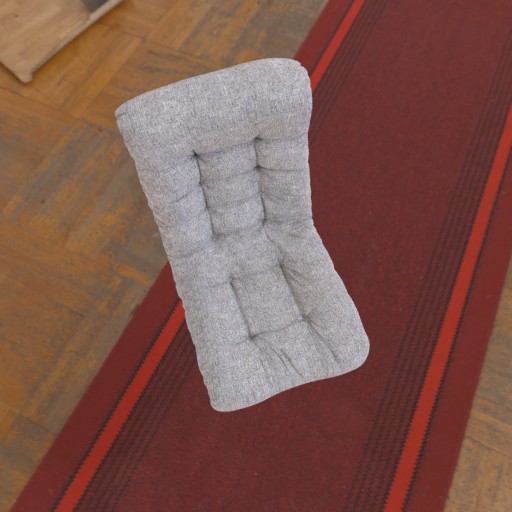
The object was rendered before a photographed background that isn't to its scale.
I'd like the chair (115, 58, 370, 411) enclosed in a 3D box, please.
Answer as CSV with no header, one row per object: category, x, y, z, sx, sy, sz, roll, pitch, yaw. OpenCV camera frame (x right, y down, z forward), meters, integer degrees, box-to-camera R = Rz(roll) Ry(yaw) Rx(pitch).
chair,0.000,0.000,1.016,0.400,0.600,0.583,-18,65,-8
